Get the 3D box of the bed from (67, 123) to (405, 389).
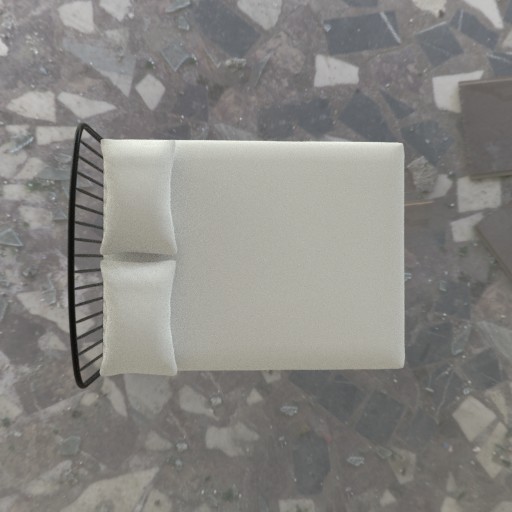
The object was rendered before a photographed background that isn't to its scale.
[{"bbox_3d":[0.000,0.000,3.088,2.159,1.166,1.618,0,90,-2],"label":"bed"}]
